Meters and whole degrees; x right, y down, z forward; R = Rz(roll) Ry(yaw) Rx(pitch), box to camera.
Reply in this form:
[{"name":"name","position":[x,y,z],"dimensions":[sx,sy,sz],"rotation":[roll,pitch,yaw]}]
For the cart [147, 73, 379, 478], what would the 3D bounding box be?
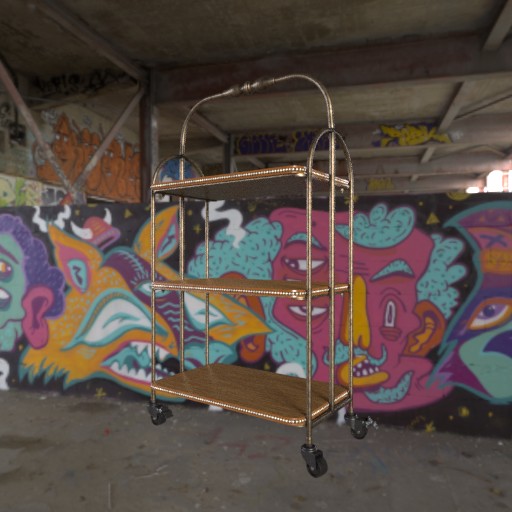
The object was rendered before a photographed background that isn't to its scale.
[{"name":"cart","position":[0.000,0.000,1.323],"dimensions":[0.650,1.052,0.330],"rotation":[0,0,35]}]
